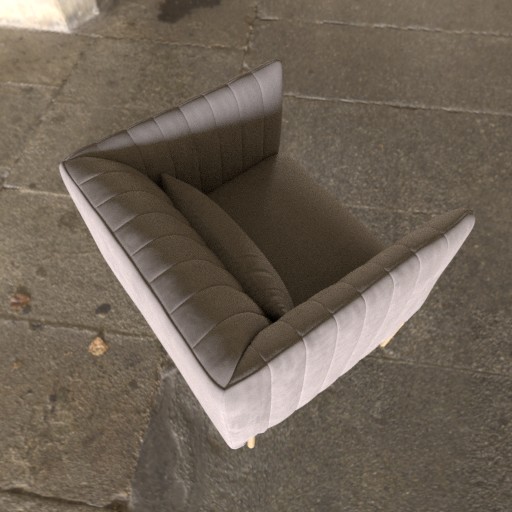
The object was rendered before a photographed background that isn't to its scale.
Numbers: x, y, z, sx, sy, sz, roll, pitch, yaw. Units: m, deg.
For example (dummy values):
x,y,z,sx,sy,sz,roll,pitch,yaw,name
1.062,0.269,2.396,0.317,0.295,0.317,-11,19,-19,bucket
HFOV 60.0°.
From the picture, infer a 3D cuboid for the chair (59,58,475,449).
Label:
x,y,z,sx,sy,sz,roll,pitch,yaw,name
0.000,0.000,1.592,0.873,0.779,0.981,-32,63,-19,chair
